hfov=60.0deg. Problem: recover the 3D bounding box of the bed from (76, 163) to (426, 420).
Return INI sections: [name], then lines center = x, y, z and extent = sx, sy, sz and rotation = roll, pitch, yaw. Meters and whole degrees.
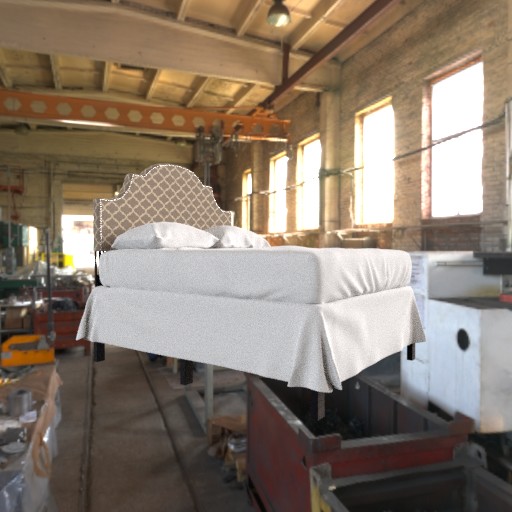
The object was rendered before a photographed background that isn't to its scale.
[bed]
center = 0.000, 0.000, 3.474
extent = 2.222, 1.633, 1.780
rotation = 1, 1, 37
